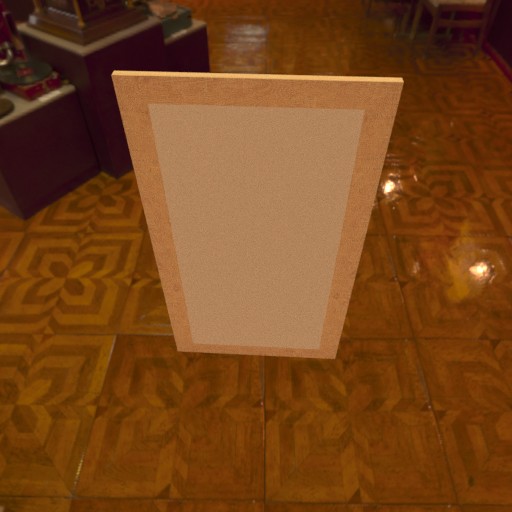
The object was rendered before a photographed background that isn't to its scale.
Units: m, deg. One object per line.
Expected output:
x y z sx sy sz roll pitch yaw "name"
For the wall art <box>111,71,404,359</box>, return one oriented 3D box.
0.000 0.000 0.828 0.381 0.683 0.013 2 47 2 "wall art"
